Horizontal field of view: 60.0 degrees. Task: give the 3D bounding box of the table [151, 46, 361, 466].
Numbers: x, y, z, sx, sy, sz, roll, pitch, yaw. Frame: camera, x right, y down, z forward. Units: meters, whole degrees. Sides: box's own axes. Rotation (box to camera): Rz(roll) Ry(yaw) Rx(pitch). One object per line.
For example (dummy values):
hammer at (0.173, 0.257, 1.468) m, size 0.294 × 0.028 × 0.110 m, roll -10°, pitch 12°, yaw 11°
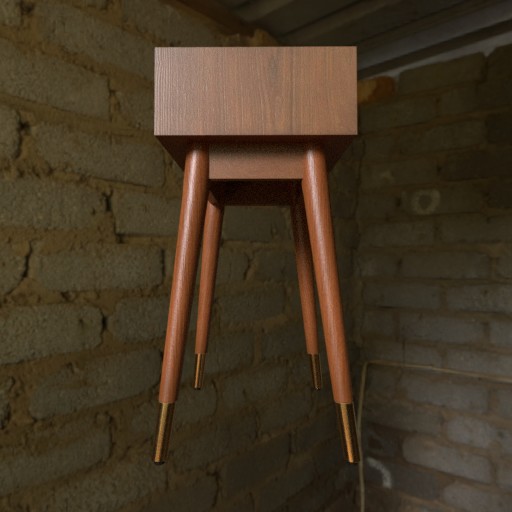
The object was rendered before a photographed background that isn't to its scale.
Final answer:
table at (0.000, 0.000, 0.828) m, size 0.300 × 0.599 × 0.406 m, roll 0°, pitch -2°, yaw 1°
